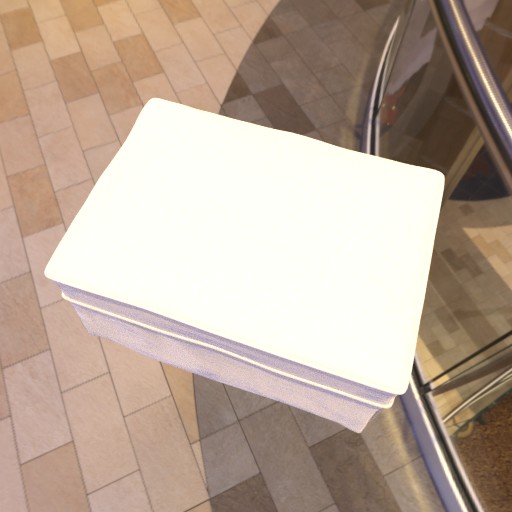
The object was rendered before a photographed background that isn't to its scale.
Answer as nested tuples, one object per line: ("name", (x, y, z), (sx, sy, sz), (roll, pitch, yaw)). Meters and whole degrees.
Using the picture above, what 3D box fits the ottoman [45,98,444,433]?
("ottoman", (0.000, 0.000, 1.322), (0.944, 0.479, 0.703), (17, 63, 9))
